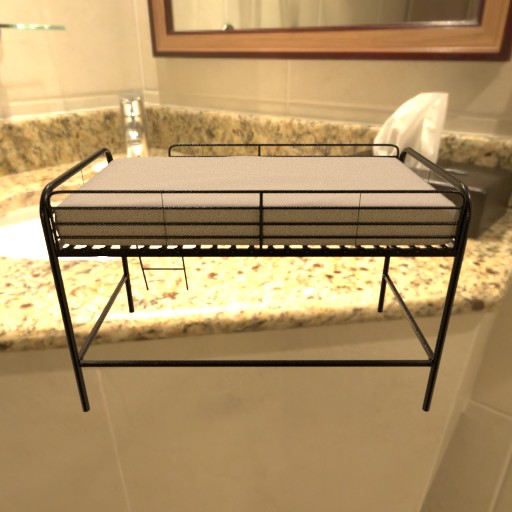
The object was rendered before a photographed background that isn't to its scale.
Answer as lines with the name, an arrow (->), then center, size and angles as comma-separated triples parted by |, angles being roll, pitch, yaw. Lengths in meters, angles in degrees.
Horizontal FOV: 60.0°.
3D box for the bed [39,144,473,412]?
bed -> 0.000, 0.000, 2.849 | 1.968, 1.289, 1.393 | 0, 25, 0
